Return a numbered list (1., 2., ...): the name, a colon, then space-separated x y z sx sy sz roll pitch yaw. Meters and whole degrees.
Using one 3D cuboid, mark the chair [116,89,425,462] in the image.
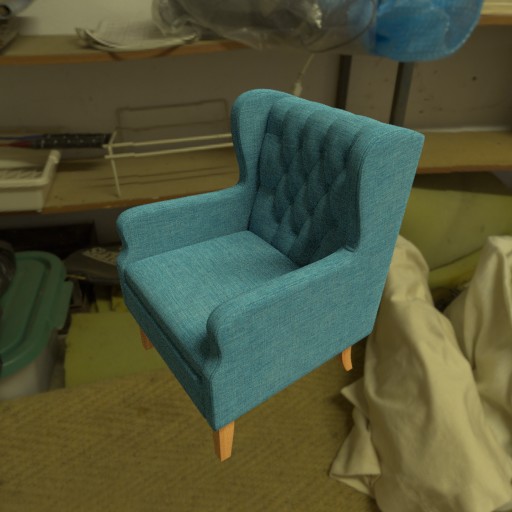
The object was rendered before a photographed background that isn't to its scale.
1. chair: 0.000 0.000 1.536 0.775 0.952 0.711 -20 37 -29
